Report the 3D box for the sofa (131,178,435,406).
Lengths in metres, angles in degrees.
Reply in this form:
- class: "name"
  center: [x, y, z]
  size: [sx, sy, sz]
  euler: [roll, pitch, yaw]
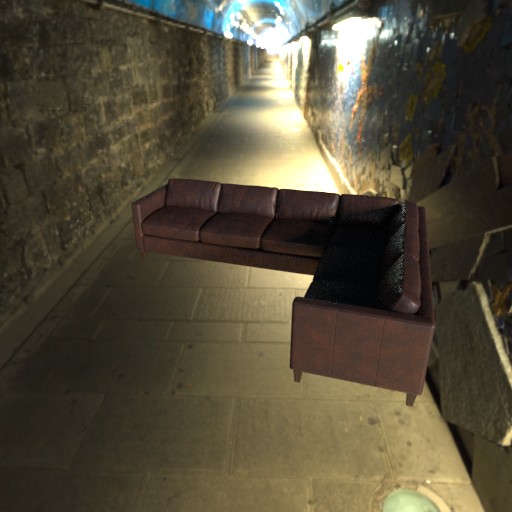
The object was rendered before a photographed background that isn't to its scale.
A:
- class: "sofa"
  center: [0.000, 0.000, 4.377]
  size: [3.152, 0.836, 2.438]
  euler: [8, 26, 16]
